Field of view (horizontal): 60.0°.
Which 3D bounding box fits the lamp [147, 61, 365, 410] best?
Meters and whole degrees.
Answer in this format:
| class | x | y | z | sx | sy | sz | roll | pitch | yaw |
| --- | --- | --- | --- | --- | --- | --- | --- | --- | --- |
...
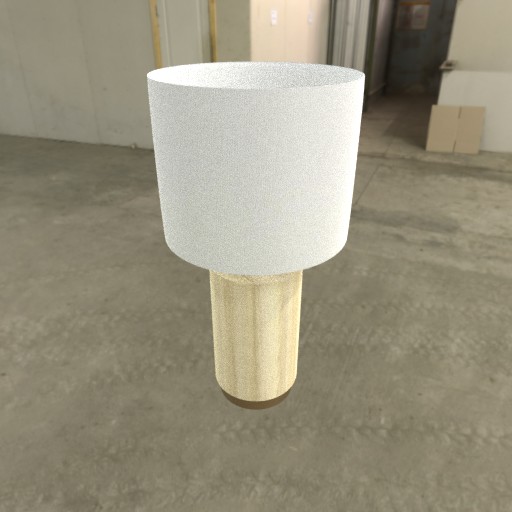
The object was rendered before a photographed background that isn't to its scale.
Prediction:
| class | x | y | z | sx | sy | sz | roll | pitch | yaw |
| --- | --- | --- | --- | --- | --- | --- | --- | --- | --- |
| lamp | 0.000 | 0.000 | 0.577 | 0.228 | 0.444 | 0.228 | -21 | 35 | -33 |
